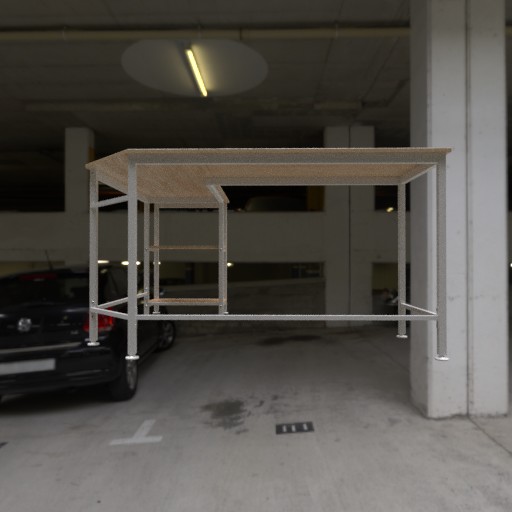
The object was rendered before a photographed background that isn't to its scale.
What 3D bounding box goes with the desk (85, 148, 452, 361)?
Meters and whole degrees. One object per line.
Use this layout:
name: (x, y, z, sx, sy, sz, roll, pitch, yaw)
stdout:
desk: (0.000, 0.000, 2.234, 1.379, 0.739, 1.379, 0, 0, 1)
